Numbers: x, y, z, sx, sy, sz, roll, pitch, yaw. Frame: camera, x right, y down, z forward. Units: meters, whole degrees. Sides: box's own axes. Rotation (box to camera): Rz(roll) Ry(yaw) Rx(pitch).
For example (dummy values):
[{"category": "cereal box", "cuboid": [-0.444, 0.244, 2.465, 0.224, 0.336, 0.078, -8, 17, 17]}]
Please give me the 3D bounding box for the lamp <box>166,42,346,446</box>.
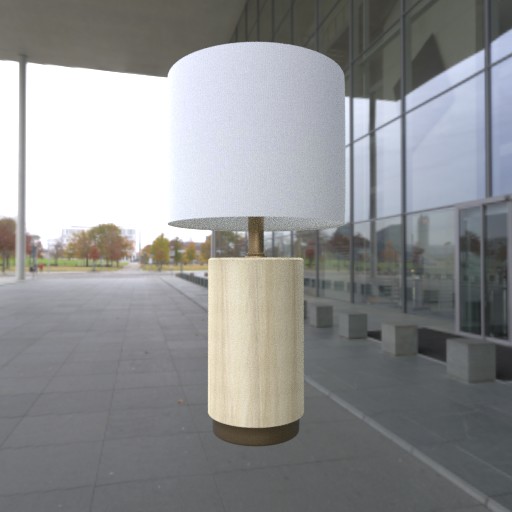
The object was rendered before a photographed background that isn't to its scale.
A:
[{"category": "lamp", "cuboid": [0.000, 0.000, 0.573, 0.228, 0.444, 0.228, 0, -1, 0]}]
